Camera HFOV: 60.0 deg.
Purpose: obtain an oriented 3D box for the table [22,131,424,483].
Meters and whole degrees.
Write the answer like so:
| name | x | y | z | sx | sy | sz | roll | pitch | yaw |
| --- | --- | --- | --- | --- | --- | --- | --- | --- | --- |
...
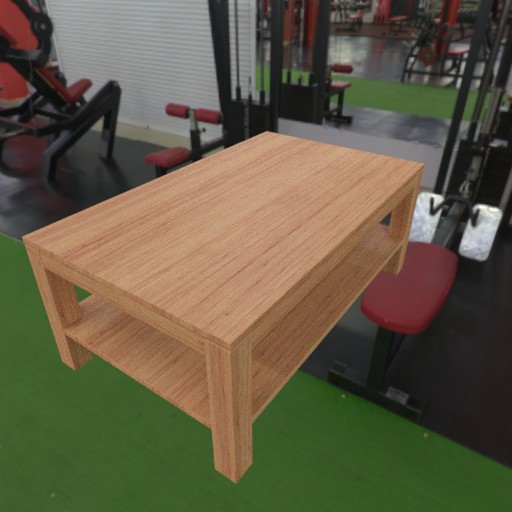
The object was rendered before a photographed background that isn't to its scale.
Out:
| name | x | y | z | sx | sy | sz | roll | pitch | yaw |
| --- | --- | --- | --- | --- | --- | --- | --- | --- | --- |
| table | 0.000 | 0.000 | 1.510 | 0.695 | 0.457 | 1.146 | 21 | 38 | 29 |
